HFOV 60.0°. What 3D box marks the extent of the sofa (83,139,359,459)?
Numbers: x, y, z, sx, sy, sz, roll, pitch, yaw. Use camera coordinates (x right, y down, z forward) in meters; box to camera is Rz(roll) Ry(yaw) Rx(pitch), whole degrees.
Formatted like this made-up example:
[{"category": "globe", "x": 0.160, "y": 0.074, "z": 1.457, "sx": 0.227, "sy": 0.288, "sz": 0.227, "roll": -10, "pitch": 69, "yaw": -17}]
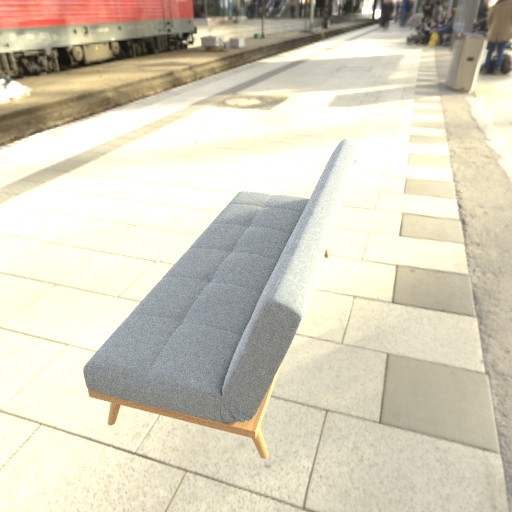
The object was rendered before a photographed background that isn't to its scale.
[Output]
[{"category": "sofa", "x": 0.000, "y": 0.000, "z": 2.238, "sx": 0.800, "sy": 0.800, "sz": 1.820, "roll": 8, "pitch": 31, "yaw": 14}]
